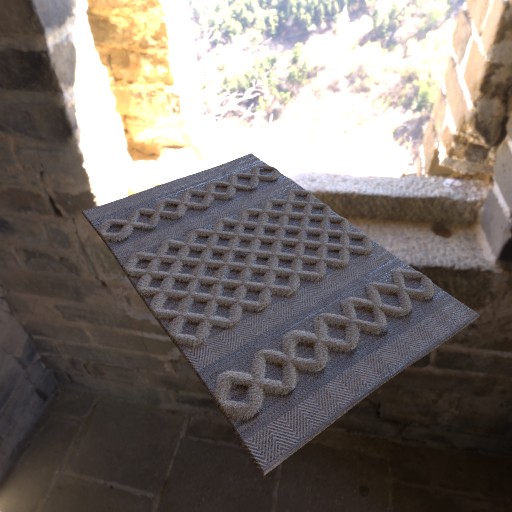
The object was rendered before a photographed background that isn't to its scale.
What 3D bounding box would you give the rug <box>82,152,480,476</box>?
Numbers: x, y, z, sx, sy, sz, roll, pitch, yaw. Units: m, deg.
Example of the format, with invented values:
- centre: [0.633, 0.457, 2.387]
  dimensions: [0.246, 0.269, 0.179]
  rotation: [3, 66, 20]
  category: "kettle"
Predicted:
- centre: [0.000, 0.000, 2.302]
  dimensions: [1.222, 0.030, 1.823]
  rotation: [-25, 48, -25]
  category: "rug"
